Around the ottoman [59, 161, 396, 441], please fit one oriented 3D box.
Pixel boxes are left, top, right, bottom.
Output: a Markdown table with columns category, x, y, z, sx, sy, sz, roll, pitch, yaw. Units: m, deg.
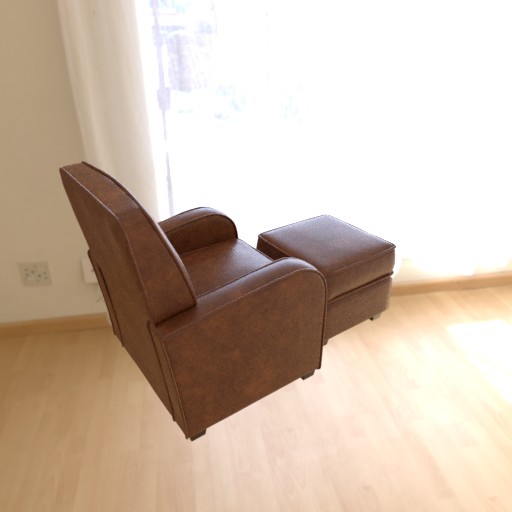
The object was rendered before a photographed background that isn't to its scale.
| category | x | y | z | sx | sy | sz | roll | pitch | yaw |
| --- | --- | --- | --- | --- | --- | --- | --- | --- | --- |
| ottoman | 0.000 | 0.000 | 1.896 | 1.314 | 0.904 | 0.732 | -19 | 33 | -31 |
